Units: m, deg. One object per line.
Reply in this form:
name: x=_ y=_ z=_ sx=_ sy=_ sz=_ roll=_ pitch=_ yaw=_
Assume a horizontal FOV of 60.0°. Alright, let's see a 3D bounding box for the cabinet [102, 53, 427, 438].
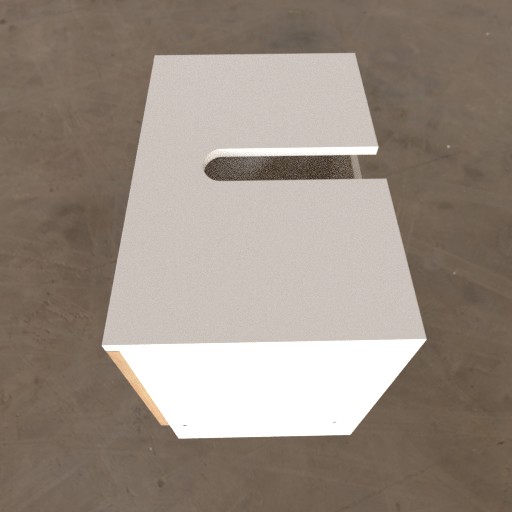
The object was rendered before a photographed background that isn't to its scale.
cabinet: x=0.000 y=0.000 z=0.916 sx=0.400 sy=0.522 sz=0.600 roll=-1 pitch=56 yaw=-1
